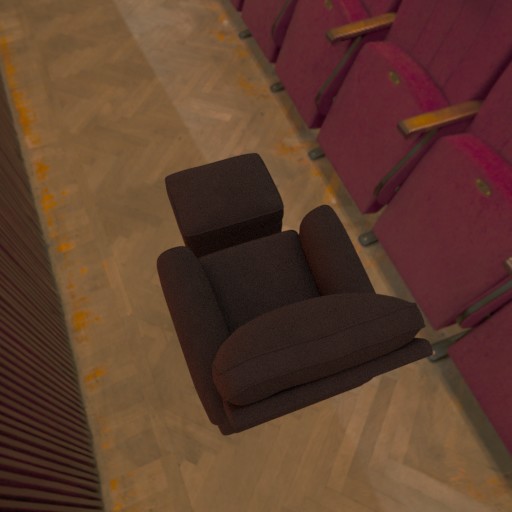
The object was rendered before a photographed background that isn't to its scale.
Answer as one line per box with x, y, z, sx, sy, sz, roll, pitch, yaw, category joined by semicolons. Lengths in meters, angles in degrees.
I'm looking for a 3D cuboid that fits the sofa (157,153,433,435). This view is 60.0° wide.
0.000;0.000;2.007;0.880;0.959;1.478;-17;60;-10;sofa
